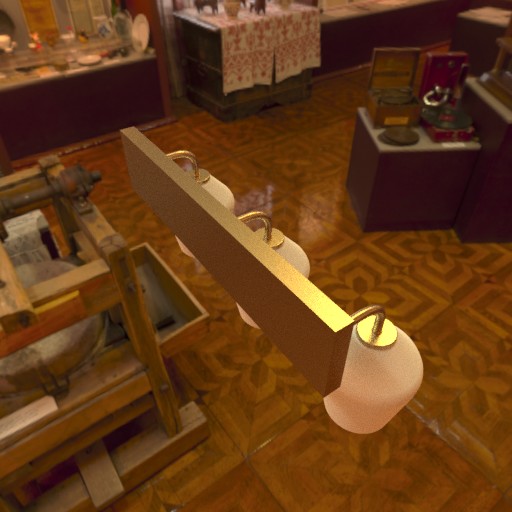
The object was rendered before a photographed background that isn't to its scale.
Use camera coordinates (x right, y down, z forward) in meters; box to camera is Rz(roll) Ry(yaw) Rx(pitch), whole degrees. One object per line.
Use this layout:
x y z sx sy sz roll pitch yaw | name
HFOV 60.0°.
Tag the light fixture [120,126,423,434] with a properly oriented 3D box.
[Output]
0.000 0.000 0.716 0.190 0.280 0.609 -24 46 -26 | light fixture
